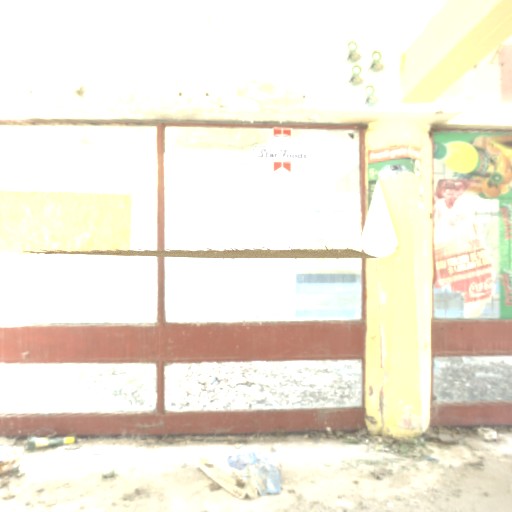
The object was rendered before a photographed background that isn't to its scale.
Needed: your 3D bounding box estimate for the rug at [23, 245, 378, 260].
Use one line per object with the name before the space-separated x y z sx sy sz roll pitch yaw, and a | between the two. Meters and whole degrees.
rug | 0.000 0.000 2.441 1.224 0.027 2.021 0 -1 18
